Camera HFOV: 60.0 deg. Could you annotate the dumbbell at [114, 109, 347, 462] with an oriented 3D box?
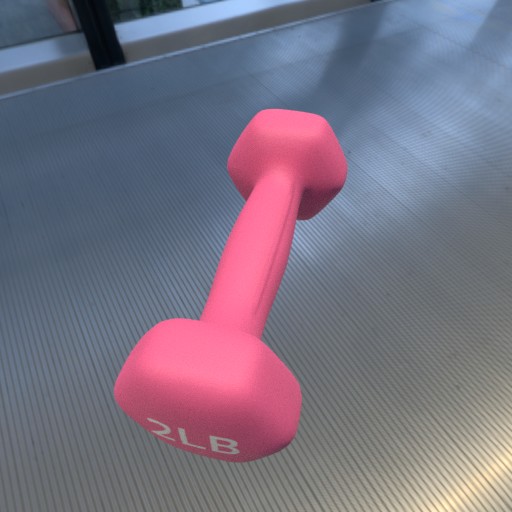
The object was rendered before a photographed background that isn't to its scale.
[{"bbox_3d":[0.000,0.000,0.174,0.058,0.053,0.146,11,49,10],"label":"dumbbell"}]
